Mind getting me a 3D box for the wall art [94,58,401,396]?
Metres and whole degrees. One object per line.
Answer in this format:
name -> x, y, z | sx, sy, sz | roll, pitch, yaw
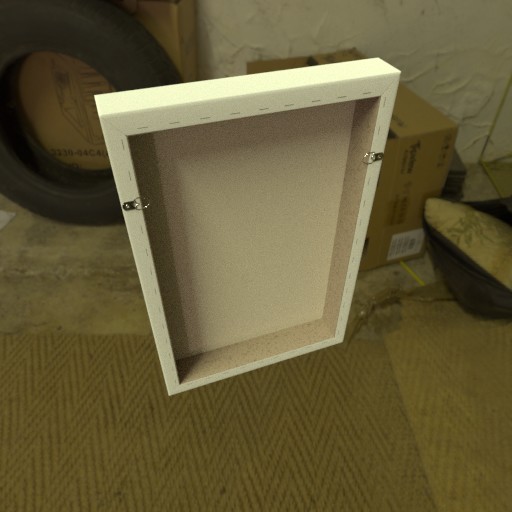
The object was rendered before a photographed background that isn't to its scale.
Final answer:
wall art -> 0.000, 0.000, 0.490 | 0.252, 0.381, 0.039 | -14, 44, -15
